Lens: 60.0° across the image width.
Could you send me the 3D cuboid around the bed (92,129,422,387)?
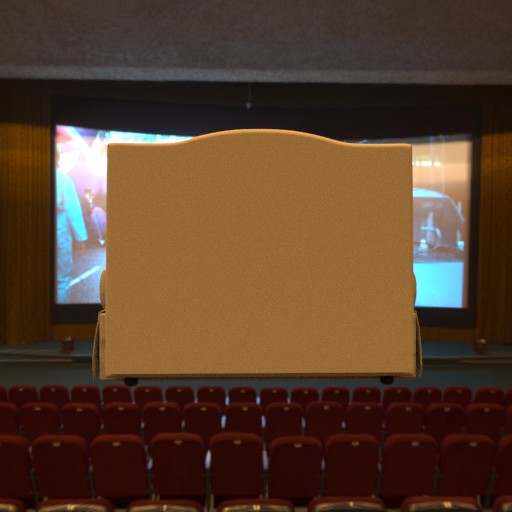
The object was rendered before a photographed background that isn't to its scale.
[{"bbox_3d":[0.000,0.000,3.680,1.977,1.437,2.477,0,1,-1],"label":"bed"}]
